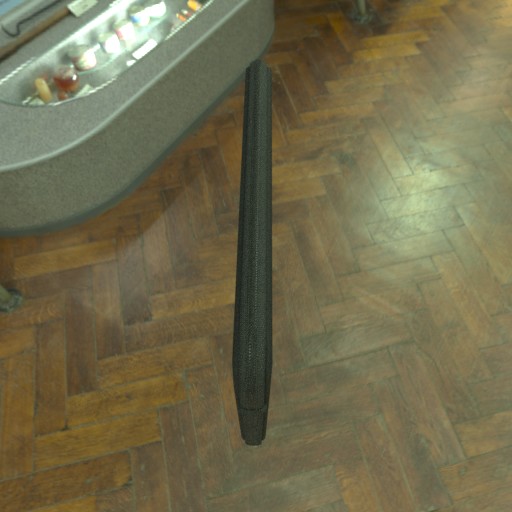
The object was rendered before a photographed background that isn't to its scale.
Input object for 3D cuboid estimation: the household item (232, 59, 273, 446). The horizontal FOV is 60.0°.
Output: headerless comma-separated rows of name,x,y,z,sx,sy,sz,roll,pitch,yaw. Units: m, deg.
household item,0.000,0.000,0.530,0.030,0.305,0.396,1,58,1
